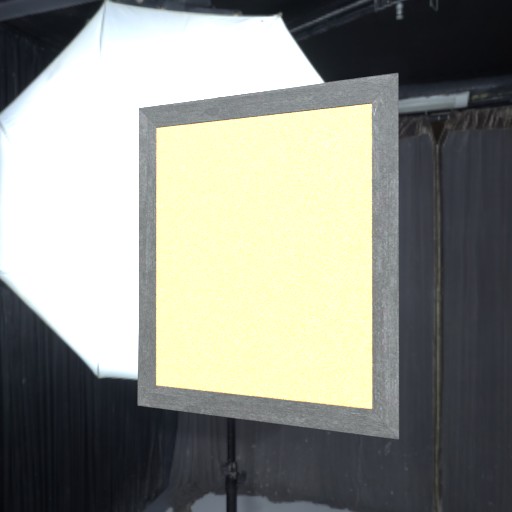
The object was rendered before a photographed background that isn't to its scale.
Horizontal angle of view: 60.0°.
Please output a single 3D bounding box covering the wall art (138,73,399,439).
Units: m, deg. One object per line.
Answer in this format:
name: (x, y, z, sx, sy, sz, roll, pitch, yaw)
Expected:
wall art: (0.000, 0.000, 0.776, 0.476, 0.570, 0.013, 0, 0, 20)
